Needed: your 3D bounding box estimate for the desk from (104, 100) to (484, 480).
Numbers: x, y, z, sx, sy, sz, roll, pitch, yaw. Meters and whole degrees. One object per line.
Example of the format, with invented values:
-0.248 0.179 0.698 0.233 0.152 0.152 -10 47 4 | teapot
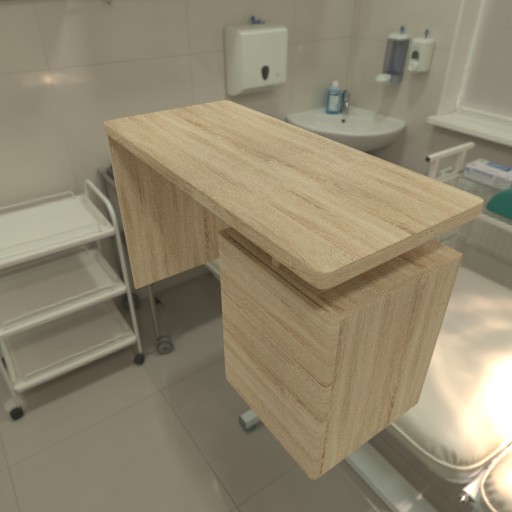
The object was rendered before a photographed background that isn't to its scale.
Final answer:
0.000 0.000 1.573 0.550 0.760 1.200 -21 39 -29 | desk
